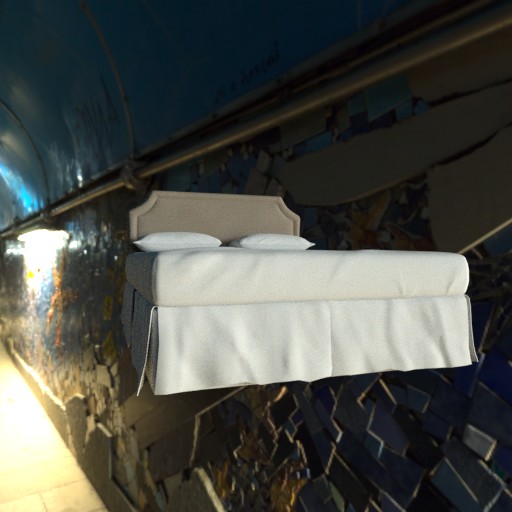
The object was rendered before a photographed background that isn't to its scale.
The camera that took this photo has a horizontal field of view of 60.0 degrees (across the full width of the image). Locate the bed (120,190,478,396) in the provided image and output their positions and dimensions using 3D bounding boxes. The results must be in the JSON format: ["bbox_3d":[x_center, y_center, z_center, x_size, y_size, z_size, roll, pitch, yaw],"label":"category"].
[{"bbox_3d":[0.000,0.000,3.451,1.977,1.293,2.498,0,0,-19],"label":"bed"}]
